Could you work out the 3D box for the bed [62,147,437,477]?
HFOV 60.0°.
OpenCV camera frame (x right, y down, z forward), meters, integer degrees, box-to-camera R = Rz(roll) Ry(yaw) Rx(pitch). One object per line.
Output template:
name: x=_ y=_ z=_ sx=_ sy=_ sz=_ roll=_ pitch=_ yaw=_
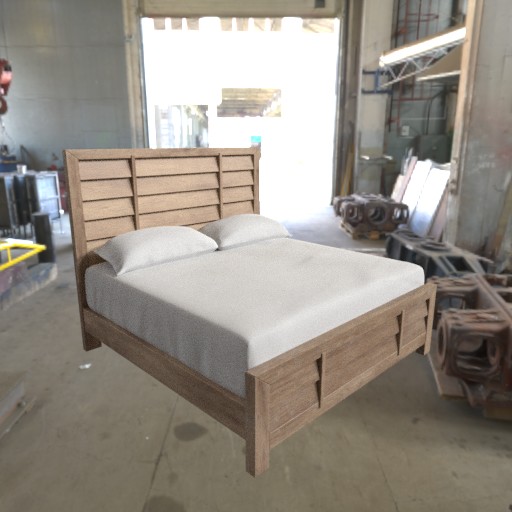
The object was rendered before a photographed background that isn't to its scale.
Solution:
bed: x=0.000 y=0.000 z=3.485 sx=2.032 sy=1.626 sz=2.062 roll=-14 pitch=20 yaw=-43
